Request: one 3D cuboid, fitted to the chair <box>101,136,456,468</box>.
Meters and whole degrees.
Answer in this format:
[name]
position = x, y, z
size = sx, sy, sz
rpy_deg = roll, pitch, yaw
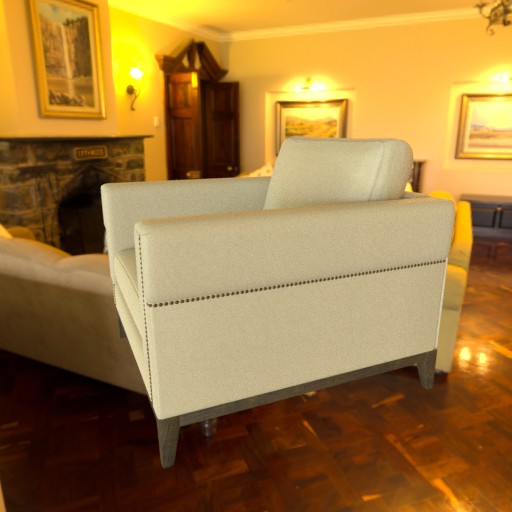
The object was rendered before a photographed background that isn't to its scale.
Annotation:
[chair]
position = 0.000, 0.000, 1.619
size = 0.959, 0.838, 0.914
rpy_deg = -7, 17, -23
